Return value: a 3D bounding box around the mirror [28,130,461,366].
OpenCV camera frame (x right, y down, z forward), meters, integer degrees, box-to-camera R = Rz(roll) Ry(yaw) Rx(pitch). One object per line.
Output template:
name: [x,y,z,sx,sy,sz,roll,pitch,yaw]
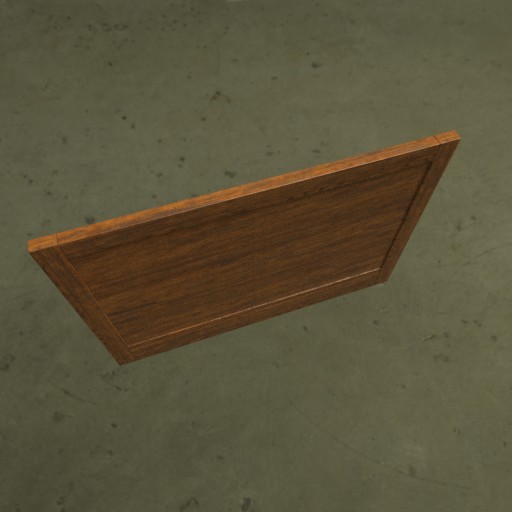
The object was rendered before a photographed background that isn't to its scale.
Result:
mirror: [0.000,0.000,0.985,0.758,0.537,0.084,-16,59,-10]
